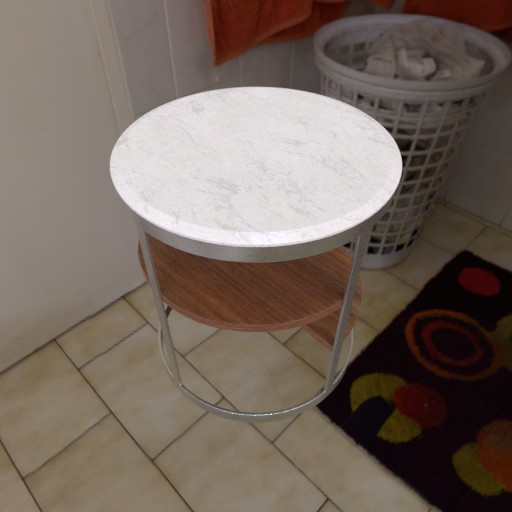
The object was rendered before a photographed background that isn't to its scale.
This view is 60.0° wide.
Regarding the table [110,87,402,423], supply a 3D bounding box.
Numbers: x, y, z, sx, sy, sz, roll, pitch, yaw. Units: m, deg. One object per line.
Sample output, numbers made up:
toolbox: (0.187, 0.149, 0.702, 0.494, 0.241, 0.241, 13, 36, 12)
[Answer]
table: (0.000, 0.000, 0.786, 0.407, 0.447, 0.407, 0, 44, 0)
